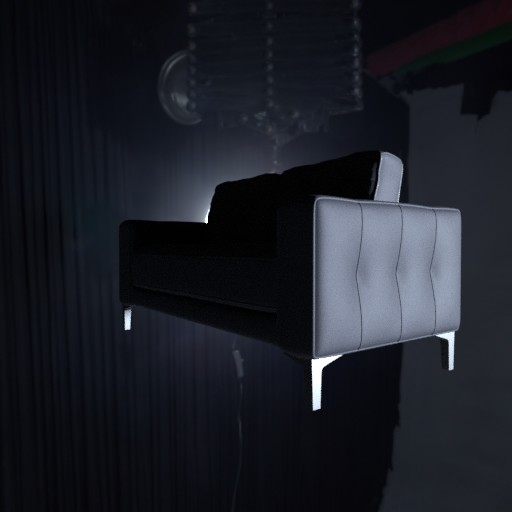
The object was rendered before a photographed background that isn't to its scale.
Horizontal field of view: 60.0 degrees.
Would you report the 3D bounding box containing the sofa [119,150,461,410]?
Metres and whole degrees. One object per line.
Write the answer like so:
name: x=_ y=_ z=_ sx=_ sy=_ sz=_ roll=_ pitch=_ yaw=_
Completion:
sofa: x=0.000 y=0.000 z=2.213 sx=0.833 sy=0.893 sz=1.726 roll=-1 pitch=1 yaw=-36
